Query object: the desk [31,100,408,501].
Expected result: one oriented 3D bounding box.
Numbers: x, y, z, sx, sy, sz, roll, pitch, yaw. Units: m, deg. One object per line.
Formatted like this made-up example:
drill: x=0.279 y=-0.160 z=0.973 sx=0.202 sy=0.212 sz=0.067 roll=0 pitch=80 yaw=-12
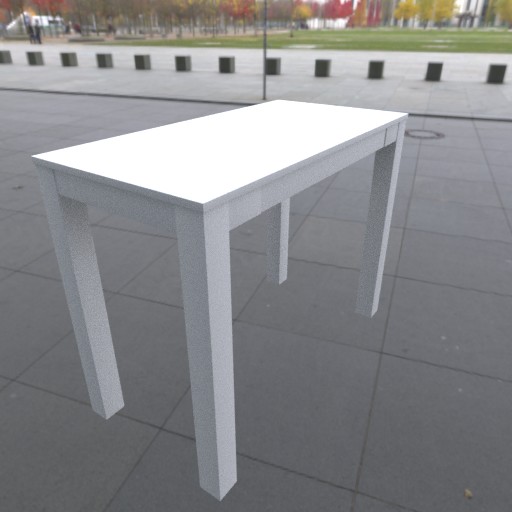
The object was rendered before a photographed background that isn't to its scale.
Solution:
desk: x=0.000 y=0.000 z=1.370 sx=0.497 sy=0.762 sz=0.990 roll=18 pitch=33 yaw=31
